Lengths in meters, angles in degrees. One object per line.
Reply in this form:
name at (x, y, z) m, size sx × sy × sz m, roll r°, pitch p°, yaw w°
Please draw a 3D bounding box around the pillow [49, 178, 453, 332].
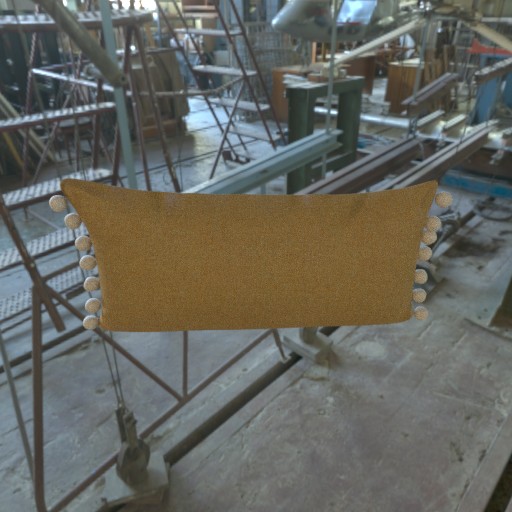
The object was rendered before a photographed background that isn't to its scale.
pillow at (0.000, 0.000, 0.845) m, size 0.709 × 0.322 × 0.201 m, roll -1°, pitch 29°, yaw -2°
